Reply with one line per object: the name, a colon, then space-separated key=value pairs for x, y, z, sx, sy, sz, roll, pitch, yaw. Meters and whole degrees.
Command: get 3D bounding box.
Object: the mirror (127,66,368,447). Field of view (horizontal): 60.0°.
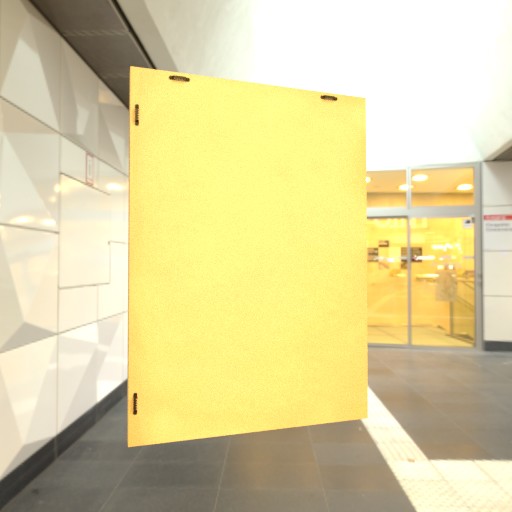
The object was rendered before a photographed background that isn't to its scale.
mirror: x=0.000 y=0.000 z=0.917 sx=0.507 sy=0.710 sz=0.040 roll=0 pitch=-1 yaw=-18
